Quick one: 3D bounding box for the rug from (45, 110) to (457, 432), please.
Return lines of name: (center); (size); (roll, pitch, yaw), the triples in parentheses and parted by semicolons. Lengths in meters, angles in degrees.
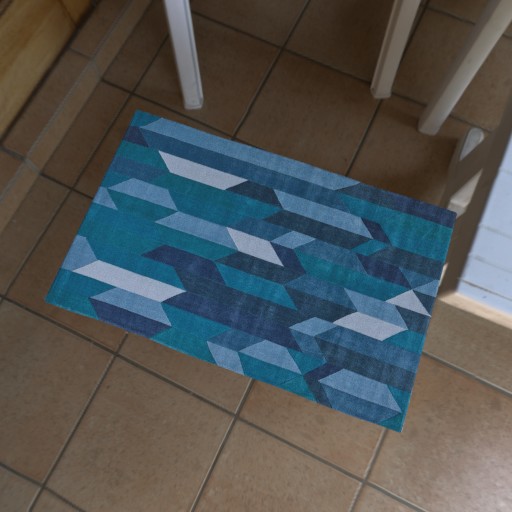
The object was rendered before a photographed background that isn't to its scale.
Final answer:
rug: (0.000, 0.000, 2.995); (2.420, 0.005, 1.528); (19, 76, 5)
